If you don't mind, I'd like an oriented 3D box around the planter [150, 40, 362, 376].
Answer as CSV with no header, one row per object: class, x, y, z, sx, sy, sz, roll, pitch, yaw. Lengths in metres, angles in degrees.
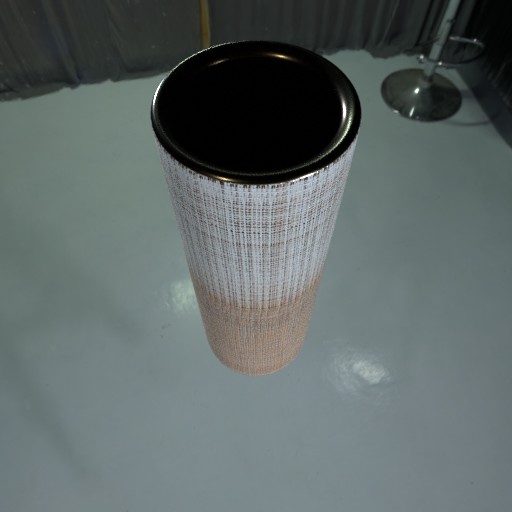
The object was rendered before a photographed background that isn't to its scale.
planter,0.000,0.000,0.325,0.099,0.278,0.099,-12,59,-7
